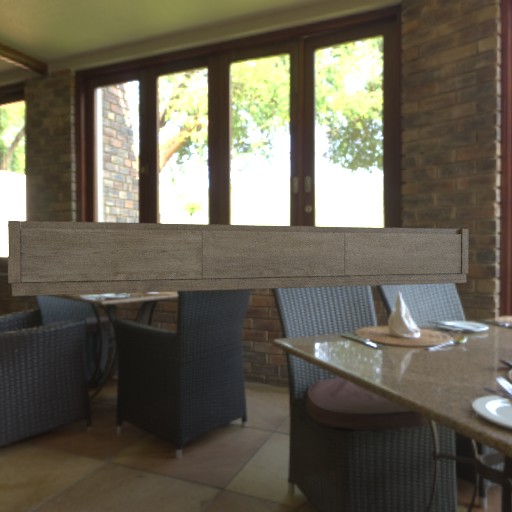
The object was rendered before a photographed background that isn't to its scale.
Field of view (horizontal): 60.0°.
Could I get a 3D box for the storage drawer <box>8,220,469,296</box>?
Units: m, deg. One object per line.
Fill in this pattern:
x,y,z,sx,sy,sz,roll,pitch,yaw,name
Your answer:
0.000,0.000,2.196,2.072,0.274,0.591,0,1,-19,storage drawer
